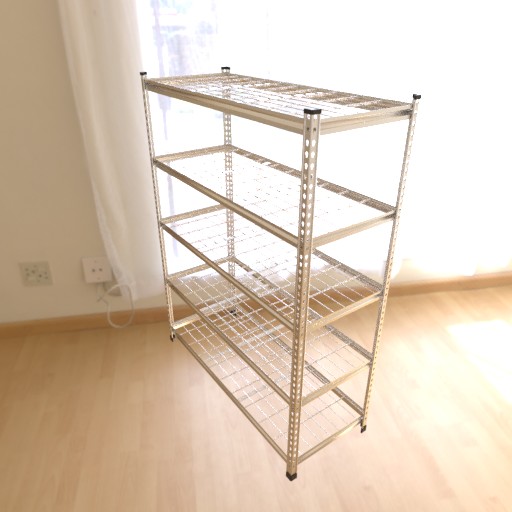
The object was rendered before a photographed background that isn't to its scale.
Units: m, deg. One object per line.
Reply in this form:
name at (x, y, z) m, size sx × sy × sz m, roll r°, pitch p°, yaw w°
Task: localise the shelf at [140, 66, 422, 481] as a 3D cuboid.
shelf at (0.000, 0.000, 2.686) m, size 0.610 × 1.981 × 1.524 m, roll -18°, pitch 33°, yaw -31°
